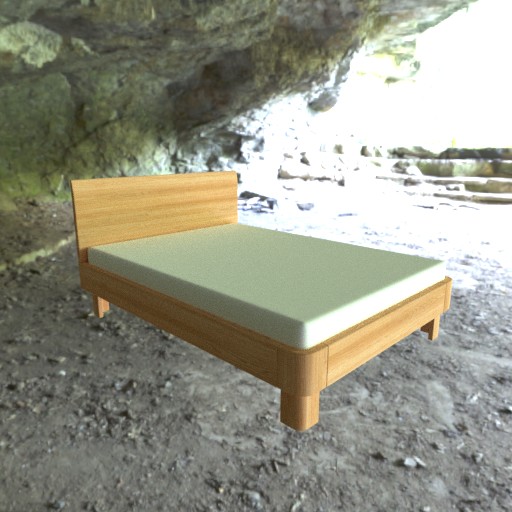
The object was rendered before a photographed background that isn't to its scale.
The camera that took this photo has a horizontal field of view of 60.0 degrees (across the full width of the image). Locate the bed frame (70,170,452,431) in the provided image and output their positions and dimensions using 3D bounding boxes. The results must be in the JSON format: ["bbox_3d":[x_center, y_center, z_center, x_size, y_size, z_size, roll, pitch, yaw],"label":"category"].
[{"bbox_3d":[0.000,0.000,2.858,1.992,0.940,1.472,14,20,43],"label":"bed frame"}]
